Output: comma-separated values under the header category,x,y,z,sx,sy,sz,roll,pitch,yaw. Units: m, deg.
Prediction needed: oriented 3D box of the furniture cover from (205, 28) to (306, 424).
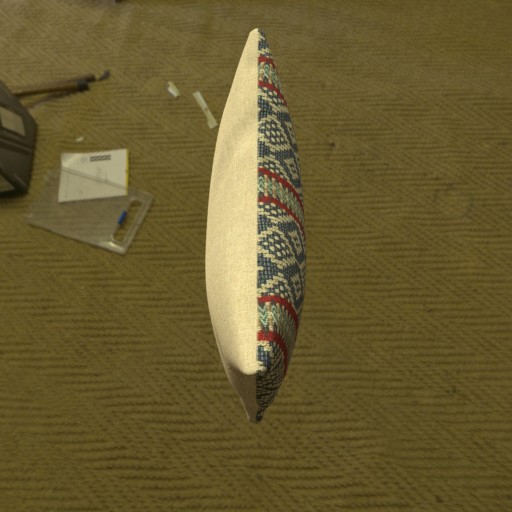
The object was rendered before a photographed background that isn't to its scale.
category,x,y,z,sx,sy,sz,roll,pitch,yaw
furniture cover,0.000,0.000,0.654,0.139,0.431,0.431,0,65,0
